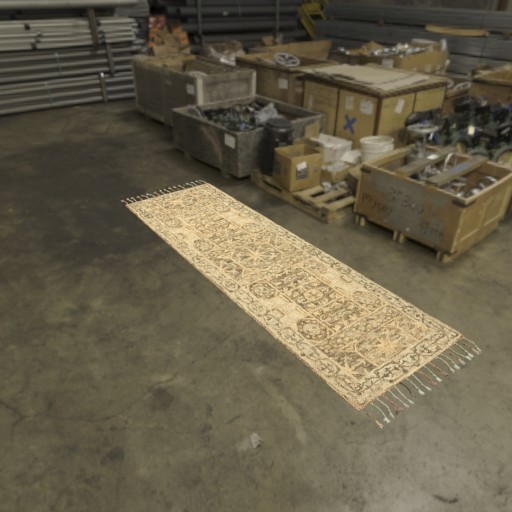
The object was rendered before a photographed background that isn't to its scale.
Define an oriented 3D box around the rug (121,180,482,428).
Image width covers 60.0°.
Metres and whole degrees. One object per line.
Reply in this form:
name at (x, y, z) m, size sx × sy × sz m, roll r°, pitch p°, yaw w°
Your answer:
rug at (0.000, 0.000, 2.835) m, size 0.762 × 0.011 × 2.664 m, roll -21°, pitch 37°, yaw -30°
